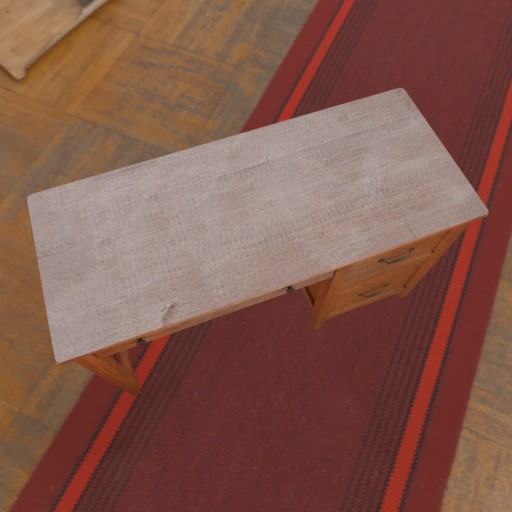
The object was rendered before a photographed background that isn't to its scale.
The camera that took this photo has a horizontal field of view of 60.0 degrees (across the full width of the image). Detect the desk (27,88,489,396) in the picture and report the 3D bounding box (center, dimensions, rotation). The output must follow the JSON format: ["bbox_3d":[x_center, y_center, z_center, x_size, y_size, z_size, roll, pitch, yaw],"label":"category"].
[{"bbox_3d":[0.000,0.000,1.736,1.353,0.756,0.574,-18,66,-9],"label":"desk"}]
